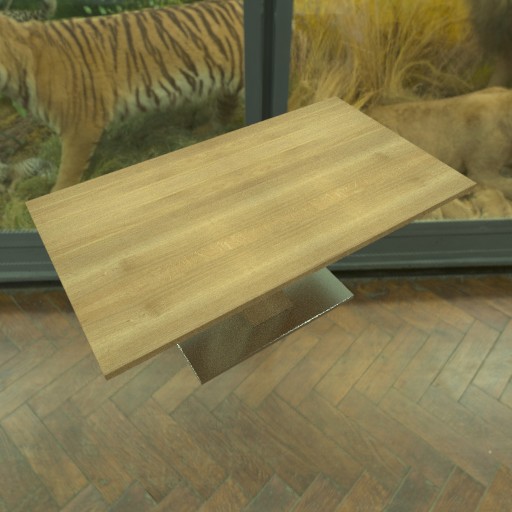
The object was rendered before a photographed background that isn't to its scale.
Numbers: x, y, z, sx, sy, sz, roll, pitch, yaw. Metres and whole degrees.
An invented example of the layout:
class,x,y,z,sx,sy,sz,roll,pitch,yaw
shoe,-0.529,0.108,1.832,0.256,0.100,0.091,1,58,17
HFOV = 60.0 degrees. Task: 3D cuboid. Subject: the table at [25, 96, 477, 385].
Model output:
class,x,y,z,sx,sy,sz,roll,pitch,yaw
table,0.000,0.000,2.069,1.600,0.750,0.900,-25,52,-22
